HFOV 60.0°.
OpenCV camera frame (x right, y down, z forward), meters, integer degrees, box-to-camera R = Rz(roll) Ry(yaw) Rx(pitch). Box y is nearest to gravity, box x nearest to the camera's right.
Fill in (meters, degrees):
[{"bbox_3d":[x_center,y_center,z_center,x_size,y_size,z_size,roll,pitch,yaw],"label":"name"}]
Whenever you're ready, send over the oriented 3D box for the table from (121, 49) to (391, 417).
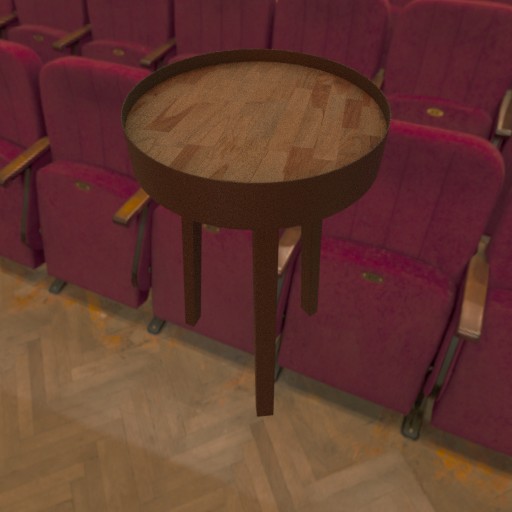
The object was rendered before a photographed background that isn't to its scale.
[{"bbox_3d":[0.000,0.000,0.929,0.406,0.686,0.406,18,49,16],"label":"table"}]
